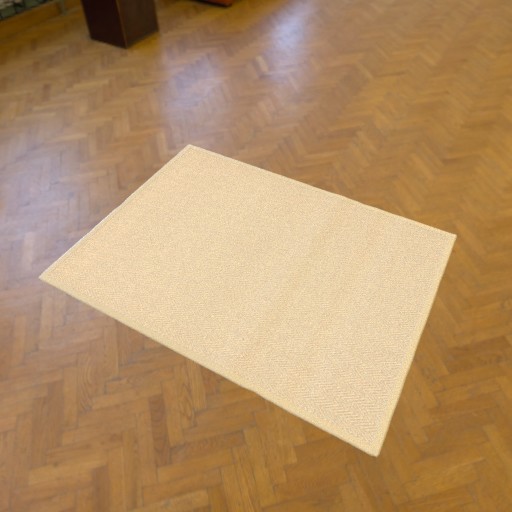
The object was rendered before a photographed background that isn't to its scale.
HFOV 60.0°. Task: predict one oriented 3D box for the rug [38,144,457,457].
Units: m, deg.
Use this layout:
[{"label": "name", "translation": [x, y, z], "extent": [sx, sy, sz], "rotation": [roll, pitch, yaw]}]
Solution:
[{"label": "rug", "translation": [0.000, 0.000, 4.784], "extent": [3.659, 0.037, 2.734], "rotation": [23, 52, 19]}]
